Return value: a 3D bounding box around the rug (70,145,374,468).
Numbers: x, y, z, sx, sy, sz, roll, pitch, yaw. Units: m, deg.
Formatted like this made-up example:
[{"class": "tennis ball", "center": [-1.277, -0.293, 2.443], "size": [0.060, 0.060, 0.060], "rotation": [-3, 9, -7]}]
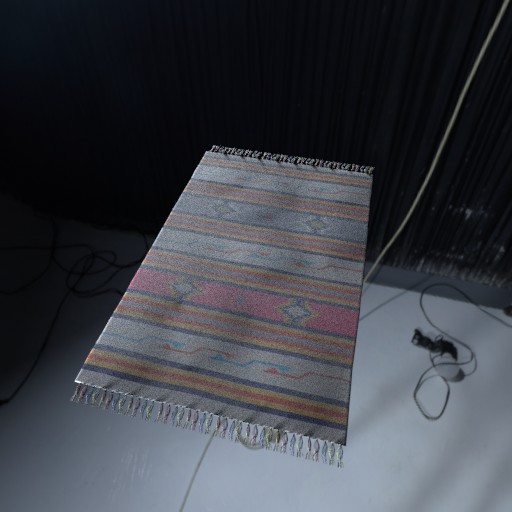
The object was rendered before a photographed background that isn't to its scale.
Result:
[{"class": "rug", "center": [0.000, 0.000, 2.245], "size": [1.084, 0.013, 1.849], "rotation": [10, 47, 9]}]
